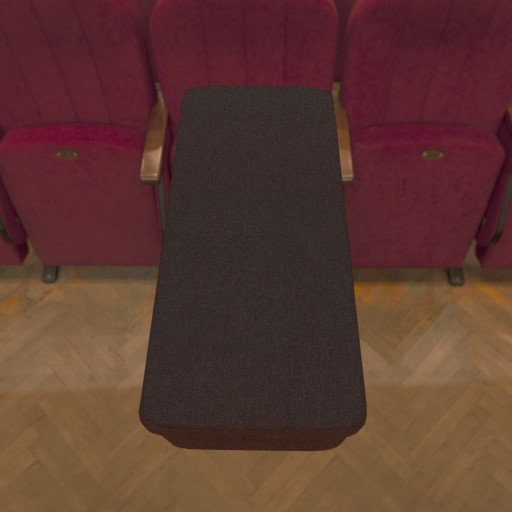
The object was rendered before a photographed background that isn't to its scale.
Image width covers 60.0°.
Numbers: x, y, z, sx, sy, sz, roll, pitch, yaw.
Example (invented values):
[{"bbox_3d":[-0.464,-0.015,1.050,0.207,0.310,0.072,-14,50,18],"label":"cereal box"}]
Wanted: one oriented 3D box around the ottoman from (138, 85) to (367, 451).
[{"bbox_3d":[0.000,0.000,1.400,0.515,0.460,1.110,1,60,0],"label":"ottoman"}]
